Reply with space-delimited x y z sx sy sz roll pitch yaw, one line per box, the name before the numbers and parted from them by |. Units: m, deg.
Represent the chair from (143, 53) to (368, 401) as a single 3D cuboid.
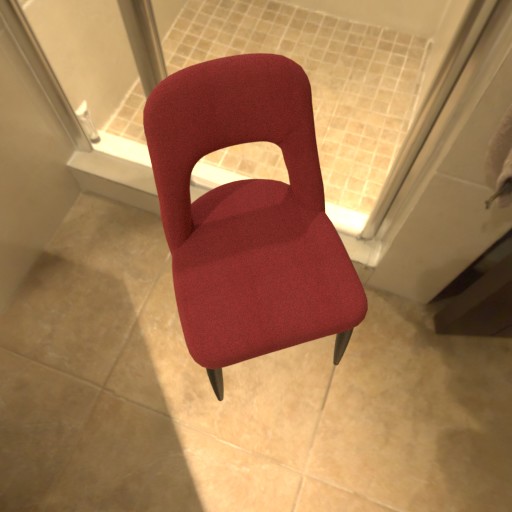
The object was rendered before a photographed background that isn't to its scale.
chair | 0.000 0.000 1.235 0.483 0.892 0.569 -15 65 -7
